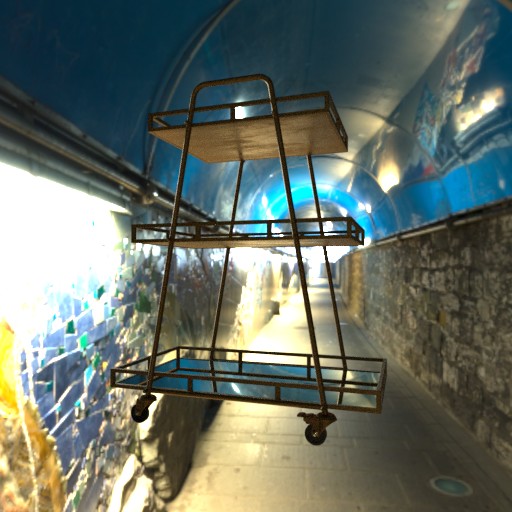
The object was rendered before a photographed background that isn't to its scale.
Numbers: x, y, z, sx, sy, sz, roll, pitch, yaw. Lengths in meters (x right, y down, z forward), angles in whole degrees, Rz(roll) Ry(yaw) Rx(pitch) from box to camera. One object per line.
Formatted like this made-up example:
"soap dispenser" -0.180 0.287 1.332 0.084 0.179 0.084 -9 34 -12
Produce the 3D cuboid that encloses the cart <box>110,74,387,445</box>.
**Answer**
"cart" 0.000 0.000 1.287 0.711 0.883 0.441 -1 -2 18
